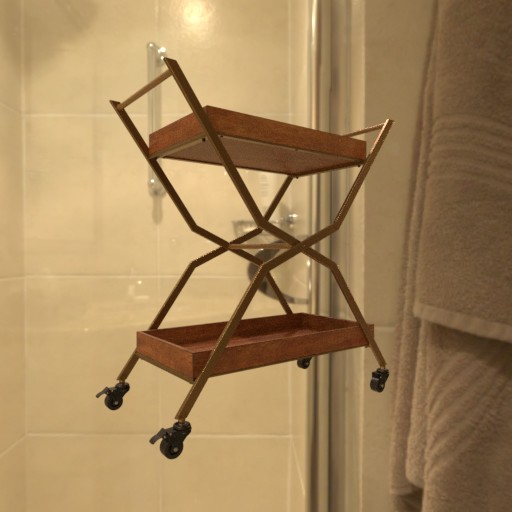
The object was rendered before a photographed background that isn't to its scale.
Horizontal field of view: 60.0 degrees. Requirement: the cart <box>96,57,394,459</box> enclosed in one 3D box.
[{"bbox_3d":[0.000,0.000,1.331,0.836,0.869,0.405,-1,1,-37],"label":"cart"}]
